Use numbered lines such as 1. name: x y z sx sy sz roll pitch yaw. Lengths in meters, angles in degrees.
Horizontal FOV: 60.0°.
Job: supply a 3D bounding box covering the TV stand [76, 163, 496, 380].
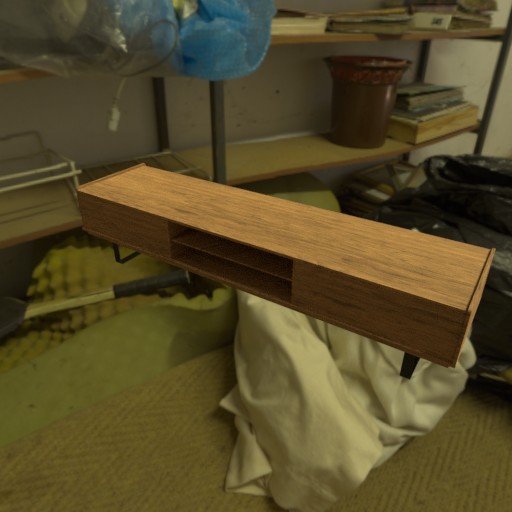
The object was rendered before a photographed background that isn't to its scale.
1. TV stand: 0.000 0.000 1.980 1.796 0.415 0.467 18 34 28
